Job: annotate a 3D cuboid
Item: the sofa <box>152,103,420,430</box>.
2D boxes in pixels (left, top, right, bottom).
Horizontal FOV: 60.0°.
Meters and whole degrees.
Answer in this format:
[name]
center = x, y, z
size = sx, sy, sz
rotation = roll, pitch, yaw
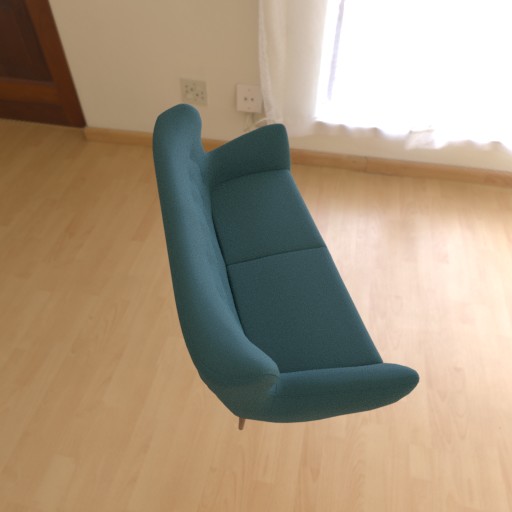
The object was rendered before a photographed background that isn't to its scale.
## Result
[sofa]
center = 0.000, 0.000, 2.386
size = 0.889, 0.890, 1.930
rotation = -10, 48, -9
